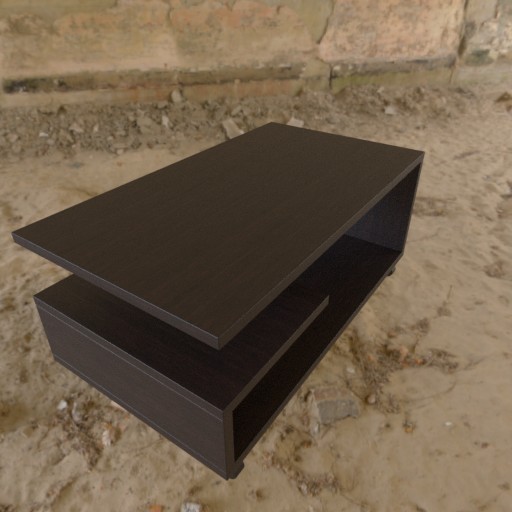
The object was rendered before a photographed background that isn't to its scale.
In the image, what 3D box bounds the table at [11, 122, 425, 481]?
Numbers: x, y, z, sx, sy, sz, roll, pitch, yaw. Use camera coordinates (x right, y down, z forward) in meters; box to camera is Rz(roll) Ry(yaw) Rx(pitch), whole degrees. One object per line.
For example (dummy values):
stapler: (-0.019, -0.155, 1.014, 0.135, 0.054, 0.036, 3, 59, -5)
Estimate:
table: (0.000, 0.000, 1.324, 0.590, 0.460, 1.050, 21, 38, 29)
